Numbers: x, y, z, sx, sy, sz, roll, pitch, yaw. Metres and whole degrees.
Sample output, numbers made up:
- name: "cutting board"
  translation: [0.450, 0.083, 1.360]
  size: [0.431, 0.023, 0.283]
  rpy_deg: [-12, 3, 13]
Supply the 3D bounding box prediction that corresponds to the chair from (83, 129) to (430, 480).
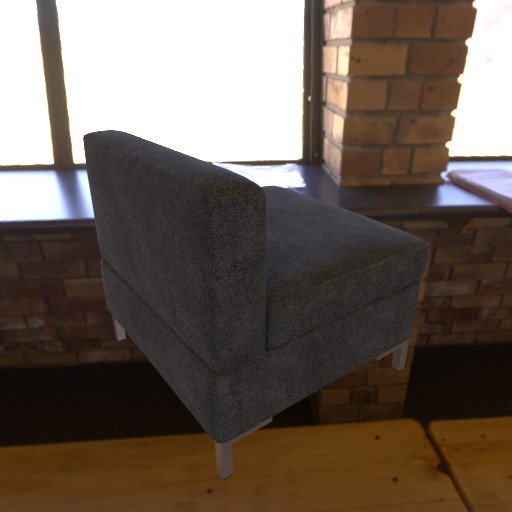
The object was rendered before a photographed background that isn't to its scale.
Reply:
- name: "chair"
  translation: [0.000, 0.000, 1.228]
  size: [0.680, 0.660, 0.680]
  rpy_deg: [-17, 30, -32]
